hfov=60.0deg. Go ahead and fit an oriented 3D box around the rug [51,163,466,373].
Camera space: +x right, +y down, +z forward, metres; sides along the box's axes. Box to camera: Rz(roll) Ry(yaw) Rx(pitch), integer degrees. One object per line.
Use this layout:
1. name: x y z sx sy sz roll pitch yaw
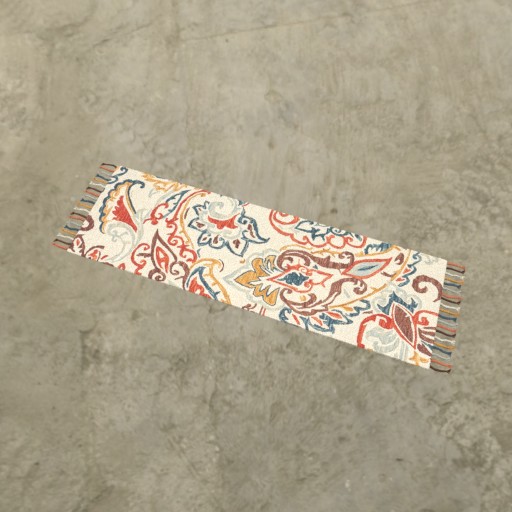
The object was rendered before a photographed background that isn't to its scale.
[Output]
1. rug: 0.000 0.000 2.974 2.682 0.015 0.763 17 65 8
